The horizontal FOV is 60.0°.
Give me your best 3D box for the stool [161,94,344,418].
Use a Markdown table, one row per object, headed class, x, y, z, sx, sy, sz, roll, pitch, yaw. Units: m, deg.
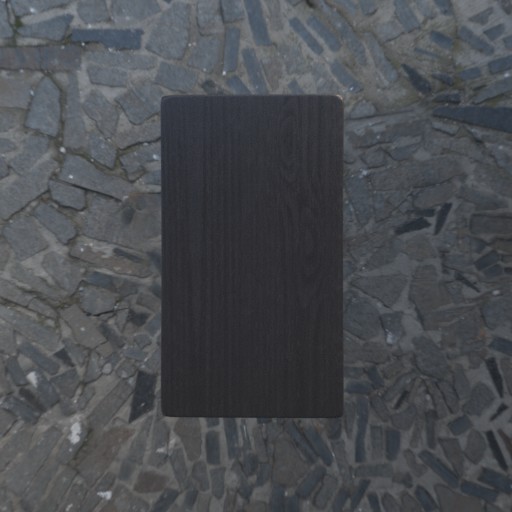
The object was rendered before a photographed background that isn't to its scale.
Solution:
| class | x | y | z | sx | sy | sz | roll | pitch | yaw |
| --- | --- | --- | --- | --- | --- | --- | --- | --- | --- |
| stool | 0.000 | 0.000 | 0.858 | 0.322 | 0.610 | 0.406 | 0 | 90 | 1 |
